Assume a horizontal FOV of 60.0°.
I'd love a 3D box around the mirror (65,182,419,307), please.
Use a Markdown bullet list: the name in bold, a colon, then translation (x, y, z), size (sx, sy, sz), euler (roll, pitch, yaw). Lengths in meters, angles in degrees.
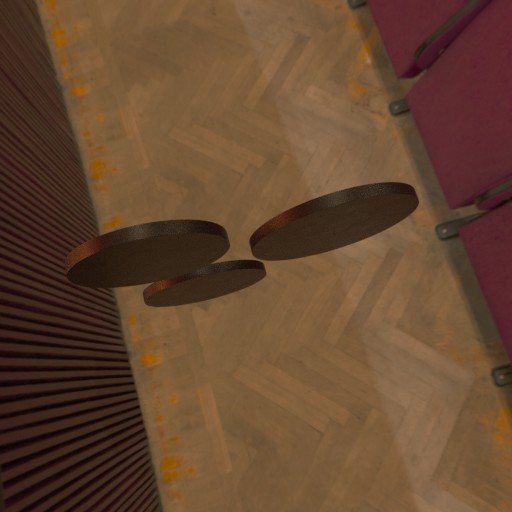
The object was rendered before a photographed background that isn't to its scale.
- **mirror**: translation (0.000, 0.000, 3.161), size (2.160, 2.096, 0.076), euler (-14, 76, -4)
